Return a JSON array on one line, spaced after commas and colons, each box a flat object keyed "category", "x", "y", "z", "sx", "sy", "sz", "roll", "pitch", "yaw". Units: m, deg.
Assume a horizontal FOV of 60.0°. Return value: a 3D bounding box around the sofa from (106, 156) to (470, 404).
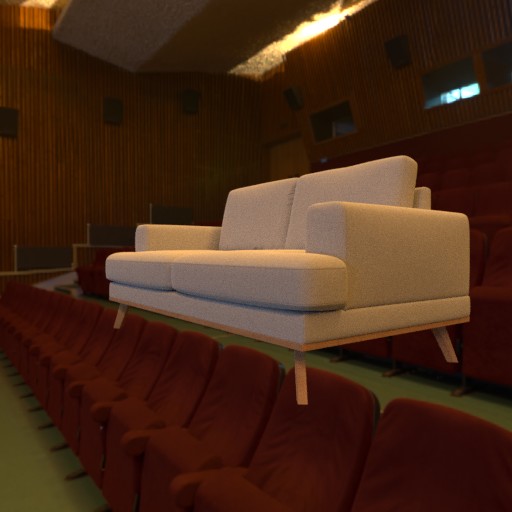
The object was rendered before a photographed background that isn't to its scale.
[{"category": "sofa", "x": 0.000, "y": 0.000, "z": 2.090, "sx": 0.915, "sy": 0.810, "sz": 1.651, "roll": 0, "pitch": 1, "yaw": -36}]
